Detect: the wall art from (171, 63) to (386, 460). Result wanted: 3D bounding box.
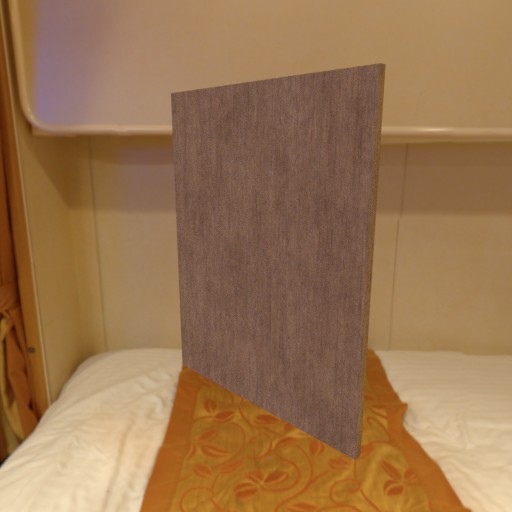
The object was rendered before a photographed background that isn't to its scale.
[{"bbox_3d":[0.000,0.000,0.928,0.534,0.686,0.018,13,19,43],"label":"wall art"}]
